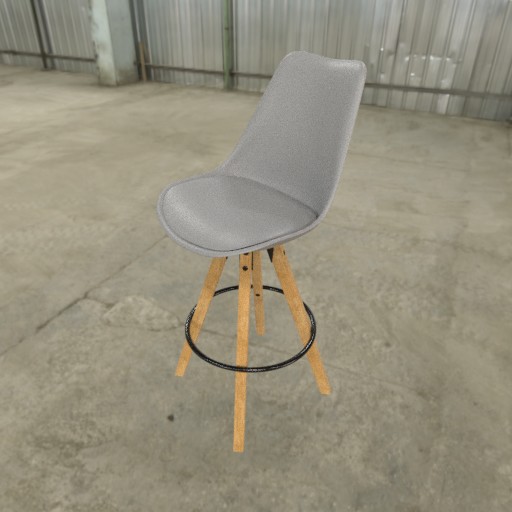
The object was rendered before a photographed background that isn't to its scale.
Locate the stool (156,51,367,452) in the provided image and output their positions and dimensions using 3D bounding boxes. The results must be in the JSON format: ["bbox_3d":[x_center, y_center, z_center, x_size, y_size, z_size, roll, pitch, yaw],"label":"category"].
[{"bbox_3d":[0.000,0.000,1.391,0.550,1.115,0.485,-21,38,-30],"label":"stool"}]
